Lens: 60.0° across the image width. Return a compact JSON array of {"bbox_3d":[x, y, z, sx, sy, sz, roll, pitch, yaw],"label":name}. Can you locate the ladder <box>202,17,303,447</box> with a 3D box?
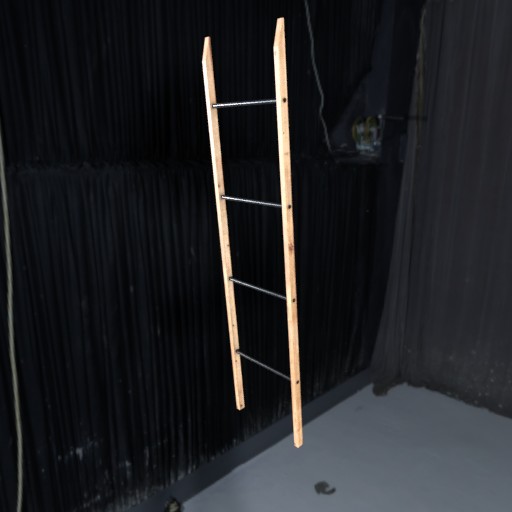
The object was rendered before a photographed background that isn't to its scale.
[{"bbox_3d":[0.000,0.000,1.957,0.200,1.805,0.442,-14,20,-42],"label":"ladder"}]
